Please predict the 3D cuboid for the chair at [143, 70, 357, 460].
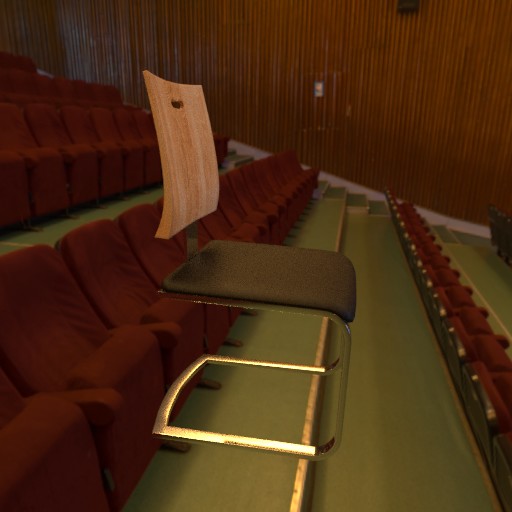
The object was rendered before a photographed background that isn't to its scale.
[{"bbox_3d":[0.000,0.000,1.245,0.560,0.936,0.462,3,17,11],"label":"chair"}]
